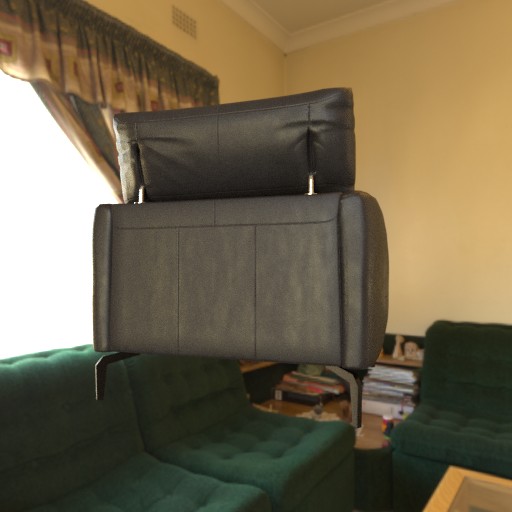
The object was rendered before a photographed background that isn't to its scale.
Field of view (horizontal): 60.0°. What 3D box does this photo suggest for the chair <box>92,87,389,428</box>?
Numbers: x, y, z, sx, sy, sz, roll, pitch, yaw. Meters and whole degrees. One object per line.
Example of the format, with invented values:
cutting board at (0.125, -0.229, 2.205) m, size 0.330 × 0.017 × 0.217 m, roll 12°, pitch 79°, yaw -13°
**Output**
chair at (0.000, 0.000, 1.701) m, size 0.976 × 0.949 × 0.809 m, roll -1°, pitch -2°, yaw 18°
